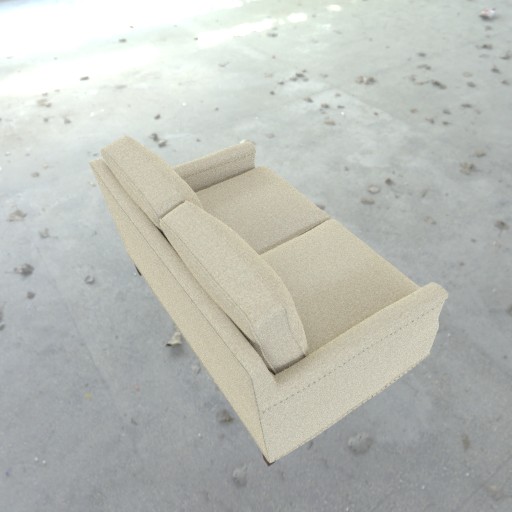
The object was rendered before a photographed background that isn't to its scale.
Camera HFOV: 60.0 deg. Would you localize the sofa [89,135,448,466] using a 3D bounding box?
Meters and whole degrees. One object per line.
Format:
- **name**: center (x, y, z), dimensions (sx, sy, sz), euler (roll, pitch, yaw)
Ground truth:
- **sofa**: center (0.000, 0.000, 2.265), dimensions (1.084, 1.003, 1.597), euler (-25, 49, -24)
